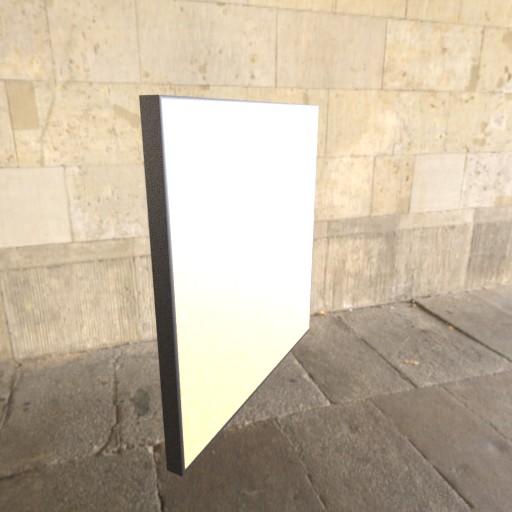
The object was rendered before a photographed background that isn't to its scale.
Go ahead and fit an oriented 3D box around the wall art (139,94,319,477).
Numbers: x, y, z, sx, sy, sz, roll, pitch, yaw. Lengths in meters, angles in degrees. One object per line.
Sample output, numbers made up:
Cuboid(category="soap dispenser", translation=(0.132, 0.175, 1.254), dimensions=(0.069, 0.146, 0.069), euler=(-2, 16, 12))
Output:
Cuboid(category="wall art", translation=(0.000, 0.000, 1.165), dimensions=(0.042, 0.766, 0.769), euler=(9, 19, 26))
